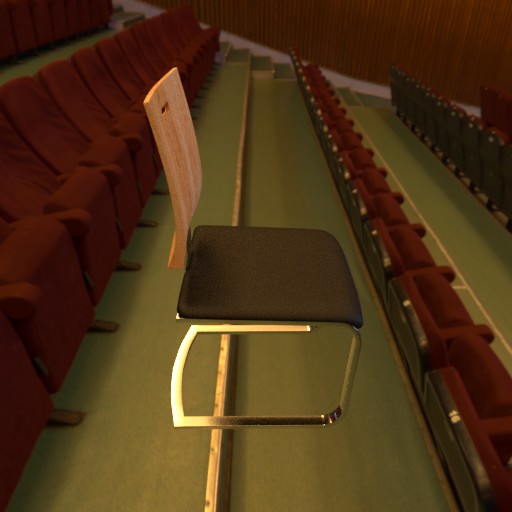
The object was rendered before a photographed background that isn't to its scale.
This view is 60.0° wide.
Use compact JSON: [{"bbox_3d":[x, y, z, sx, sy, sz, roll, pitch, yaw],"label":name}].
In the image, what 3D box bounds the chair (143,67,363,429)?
[{"bbox_3d":[0.000,0.000,1.256,0.560,0.936,0.462,0,32,0],"label":"chair"}]
